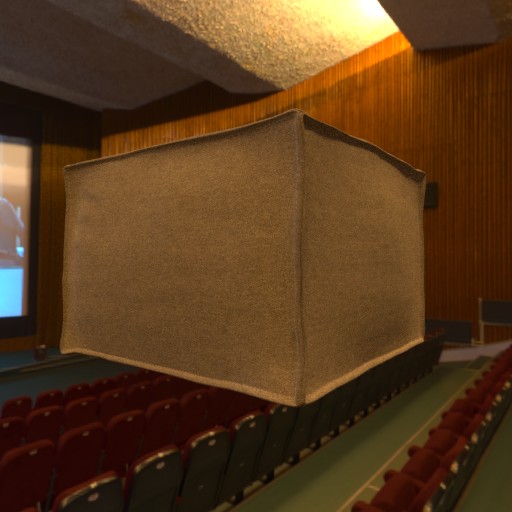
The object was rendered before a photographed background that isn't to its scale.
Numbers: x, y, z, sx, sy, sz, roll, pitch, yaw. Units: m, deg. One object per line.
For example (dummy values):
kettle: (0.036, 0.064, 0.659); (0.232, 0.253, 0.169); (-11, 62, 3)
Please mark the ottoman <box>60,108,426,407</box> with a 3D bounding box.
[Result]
ottoman: (0.000, 0.000, 1.121); (0.696, 0.470, 0.707); (0, 0, 36)
